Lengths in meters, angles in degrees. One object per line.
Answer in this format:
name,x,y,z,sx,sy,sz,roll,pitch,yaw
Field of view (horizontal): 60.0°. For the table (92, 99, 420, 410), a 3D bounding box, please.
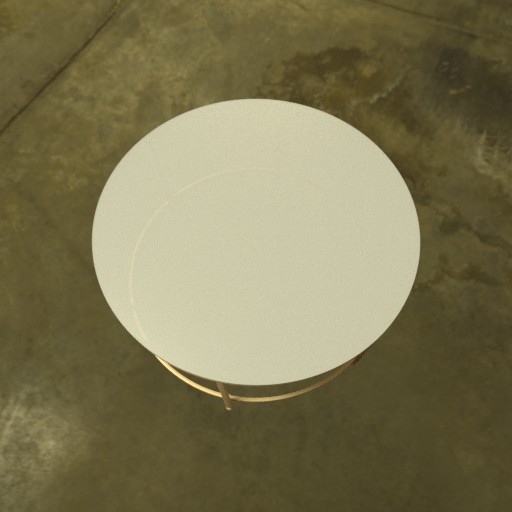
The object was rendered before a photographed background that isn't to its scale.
table,0.000,0.000,1.454,0.914,0.470,0.914,0,63,0
